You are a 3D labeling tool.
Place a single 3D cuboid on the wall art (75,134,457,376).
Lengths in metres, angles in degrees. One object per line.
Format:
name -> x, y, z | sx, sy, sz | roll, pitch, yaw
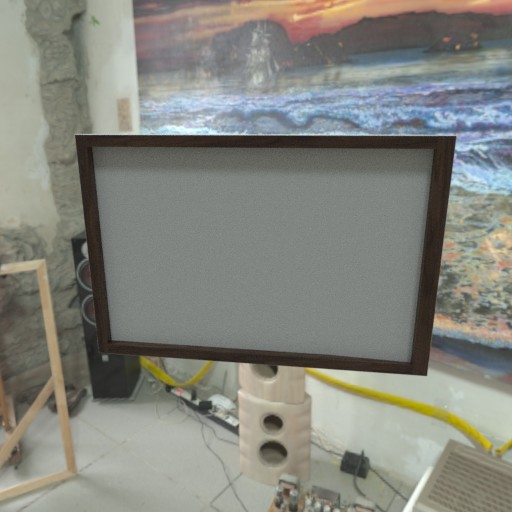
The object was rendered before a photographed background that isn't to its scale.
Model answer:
wall art -> 0.000, 0.000, 1.441 | 1.138, 0.761, 0.051 | 2, 17, 8
